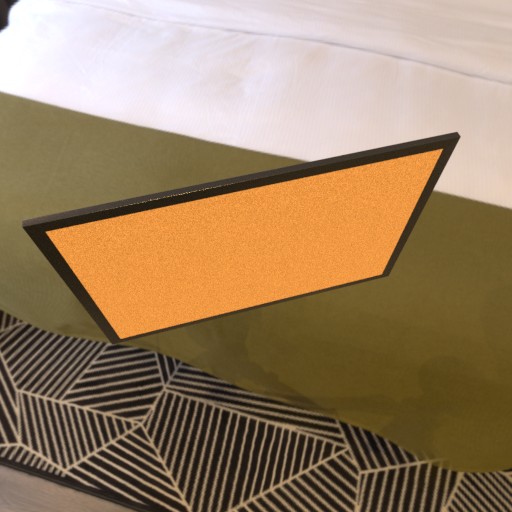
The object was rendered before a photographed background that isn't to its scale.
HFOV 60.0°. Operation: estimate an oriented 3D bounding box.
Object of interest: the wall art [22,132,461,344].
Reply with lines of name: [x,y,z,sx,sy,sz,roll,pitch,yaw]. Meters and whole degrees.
wall art: [0.000,0.000,1.039,0.819,0.552,0.015,-13,59,-8]
